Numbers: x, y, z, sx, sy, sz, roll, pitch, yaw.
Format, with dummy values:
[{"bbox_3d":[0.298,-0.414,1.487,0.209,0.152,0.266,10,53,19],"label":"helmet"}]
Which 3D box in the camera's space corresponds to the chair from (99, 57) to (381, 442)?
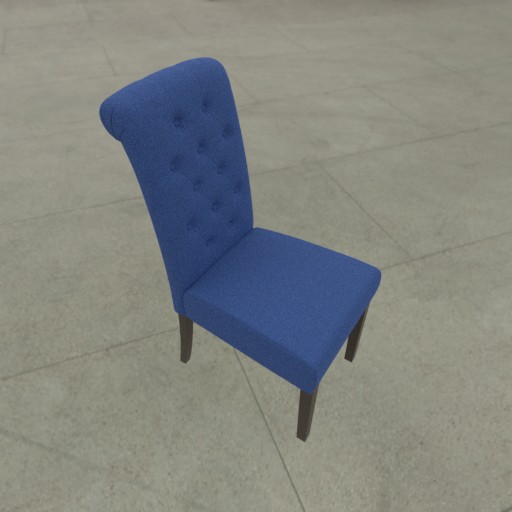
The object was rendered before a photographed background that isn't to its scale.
[{"bbox_3d":[0.000,0.000,1.363,0.671,1.006,0.456,23,46,24],"label":"chair"}]
